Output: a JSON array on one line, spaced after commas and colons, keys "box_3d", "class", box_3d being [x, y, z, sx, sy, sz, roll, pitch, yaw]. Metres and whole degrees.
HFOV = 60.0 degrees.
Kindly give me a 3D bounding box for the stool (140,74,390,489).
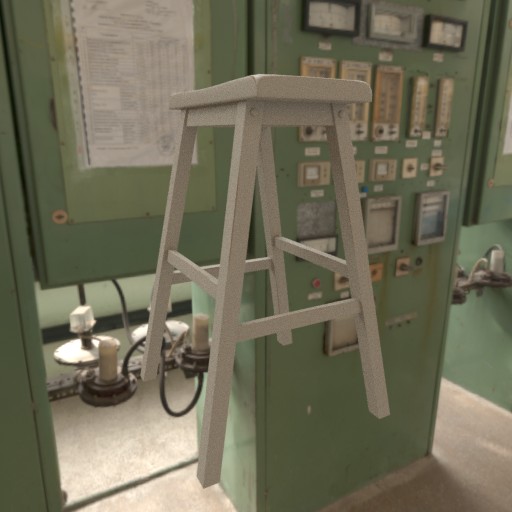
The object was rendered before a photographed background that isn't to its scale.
[{"box_3d": [0.000, 0.000, 1.038, 0.476, 0.737, 0.457, -8, 18, -27], "class": "stool"}]
